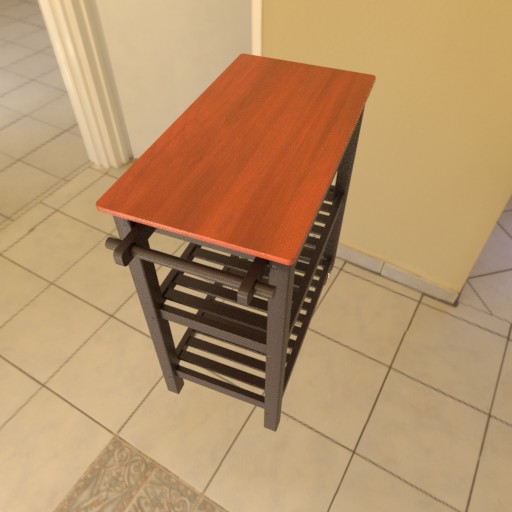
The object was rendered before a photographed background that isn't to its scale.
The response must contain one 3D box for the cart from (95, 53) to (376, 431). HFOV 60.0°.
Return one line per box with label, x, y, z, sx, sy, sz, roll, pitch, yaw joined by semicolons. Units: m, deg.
cart;0.000;0.000;1.489;0.457;0.927;0.899;16;49;14
